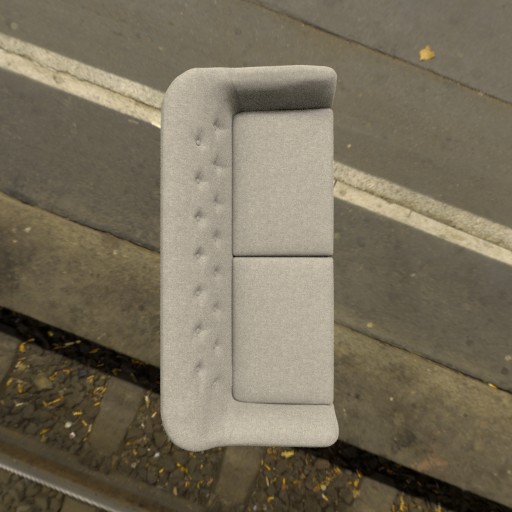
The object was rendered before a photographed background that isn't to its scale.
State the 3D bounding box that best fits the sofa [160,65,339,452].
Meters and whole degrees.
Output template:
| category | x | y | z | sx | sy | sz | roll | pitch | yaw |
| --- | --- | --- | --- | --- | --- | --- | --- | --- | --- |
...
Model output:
| category | x | y | z | sx | sy | sz | roll | pitch | yaw |
| --- | --- | --- | --- | --- | --- | --- | --- | --- | --- |
| sofa | 0.000 | 0.000 | 2.287 | 0.820 | 0.820 | 1.840 | 0 | 90 | 1 |
